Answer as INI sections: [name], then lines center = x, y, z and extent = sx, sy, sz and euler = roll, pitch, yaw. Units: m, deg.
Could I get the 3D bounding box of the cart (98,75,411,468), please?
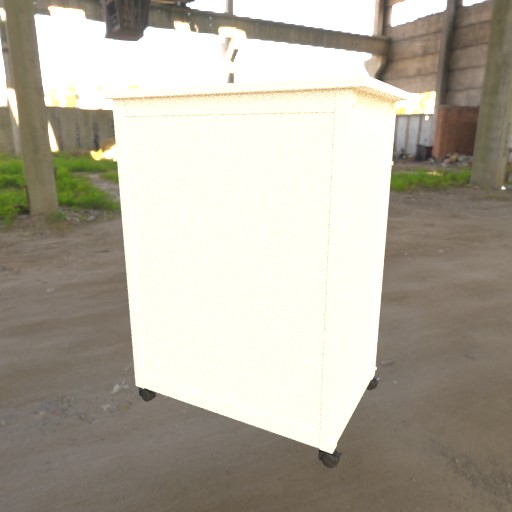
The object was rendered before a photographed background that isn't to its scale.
[cart]
center = 0.000, 0.000, 1.244
extent = 0.683, 0.864, 0.442
euler = 8, 18, 27
